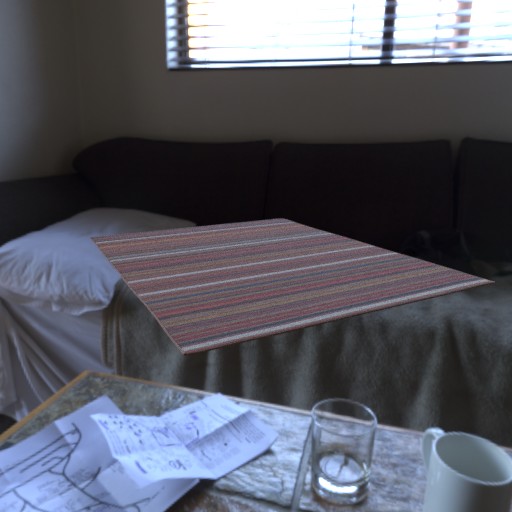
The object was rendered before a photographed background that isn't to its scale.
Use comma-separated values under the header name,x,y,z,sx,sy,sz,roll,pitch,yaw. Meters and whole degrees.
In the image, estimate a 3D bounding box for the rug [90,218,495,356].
name,x,y,z,sx,sy,sz,roll,pitch,yaw
rug,0.000,0.000,4.090,2.479,0.023,3.092,-8,17,-27
